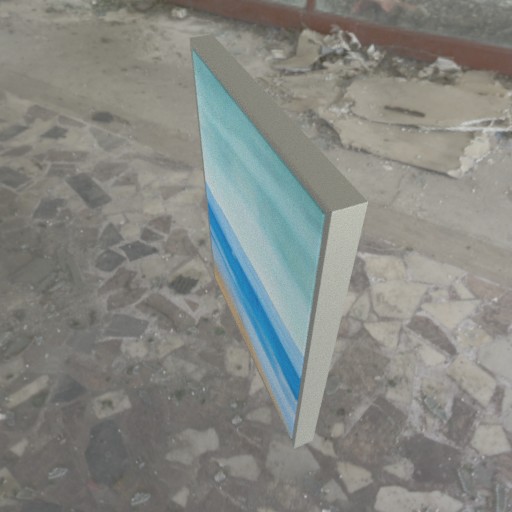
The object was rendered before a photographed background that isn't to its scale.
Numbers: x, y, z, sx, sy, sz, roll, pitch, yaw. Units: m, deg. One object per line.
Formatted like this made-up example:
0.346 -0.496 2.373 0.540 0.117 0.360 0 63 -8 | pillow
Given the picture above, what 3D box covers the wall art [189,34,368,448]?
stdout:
0.000 0.000 0.742 0.039 0.553 0.445 -17 48 -15 | wall art
